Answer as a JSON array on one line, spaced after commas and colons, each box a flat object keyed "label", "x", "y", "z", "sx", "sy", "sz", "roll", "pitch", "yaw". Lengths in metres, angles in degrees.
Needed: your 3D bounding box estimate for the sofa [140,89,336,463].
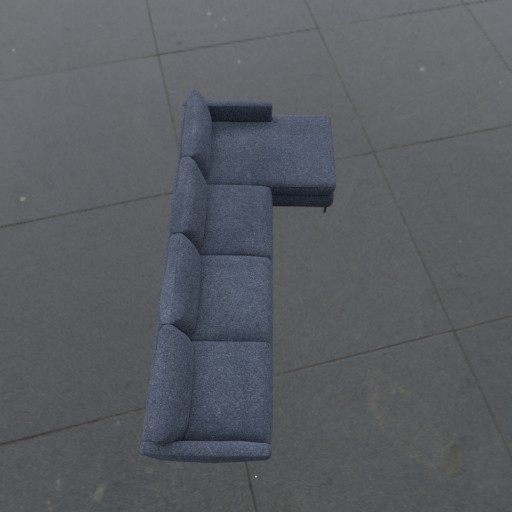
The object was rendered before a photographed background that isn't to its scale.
[{"label": "sofa", "x": 0.000, "y": 0.000, "z": 3.453, "sx": 1.350, "sy": 0.810, "sz": 2.932, "roll": 1, "pitch": 64, "yaw": 1}]
